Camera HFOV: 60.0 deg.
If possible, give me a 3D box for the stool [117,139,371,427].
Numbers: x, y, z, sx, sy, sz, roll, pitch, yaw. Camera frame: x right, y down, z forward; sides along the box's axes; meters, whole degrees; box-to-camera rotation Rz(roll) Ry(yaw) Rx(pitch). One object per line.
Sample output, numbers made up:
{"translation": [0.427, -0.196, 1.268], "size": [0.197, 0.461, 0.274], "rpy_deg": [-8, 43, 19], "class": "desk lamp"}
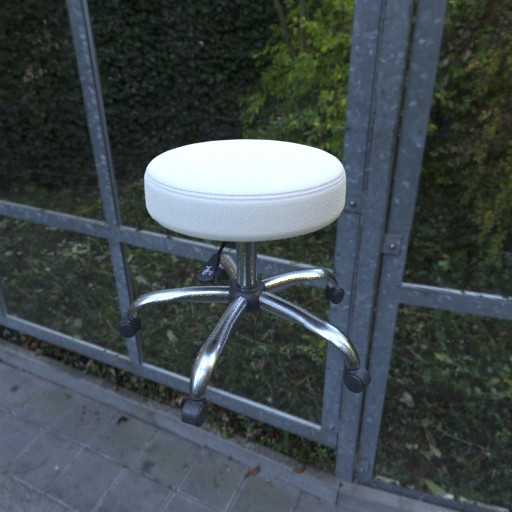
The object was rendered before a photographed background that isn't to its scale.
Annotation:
{"translation": [0.000, 0.000, 1.032], "size": [0.614, 0.482, 0.634], "rpy_deg": [19, 32, 34], "class": "stool"}
